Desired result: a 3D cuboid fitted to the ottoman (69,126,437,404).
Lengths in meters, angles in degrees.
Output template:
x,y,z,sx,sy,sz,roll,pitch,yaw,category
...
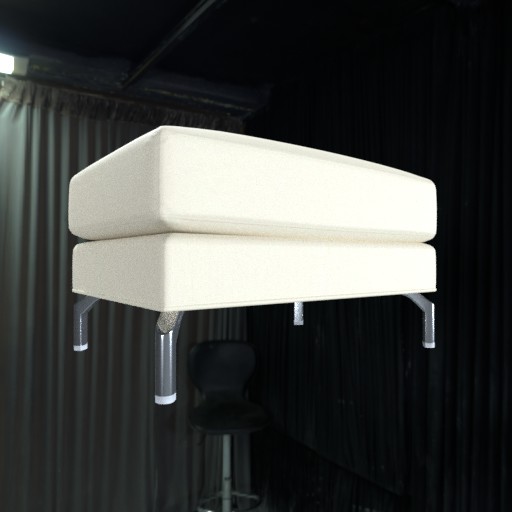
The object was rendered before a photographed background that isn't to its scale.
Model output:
x,y,z,sx,sy,sz,roll,pitch,yaw,category
0.000,0.000,1.194,0.835,0.497,0.581,0,-1,-37,ottoman
